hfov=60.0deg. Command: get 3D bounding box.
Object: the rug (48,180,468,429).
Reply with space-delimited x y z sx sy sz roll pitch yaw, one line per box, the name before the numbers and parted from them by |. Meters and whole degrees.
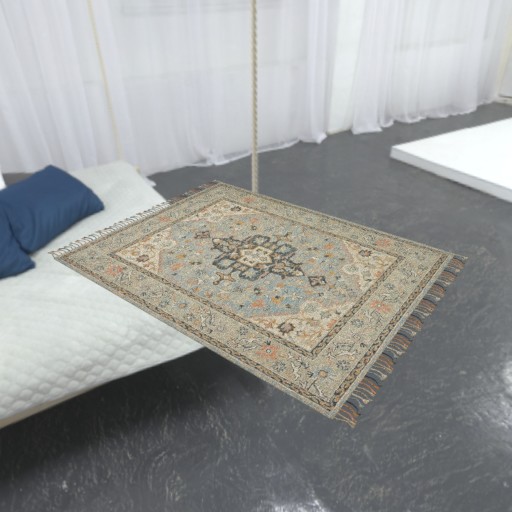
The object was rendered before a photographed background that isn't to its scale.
rug | 0.000 0.000 4.175 3.221 0.011 2.379 22 38 31
